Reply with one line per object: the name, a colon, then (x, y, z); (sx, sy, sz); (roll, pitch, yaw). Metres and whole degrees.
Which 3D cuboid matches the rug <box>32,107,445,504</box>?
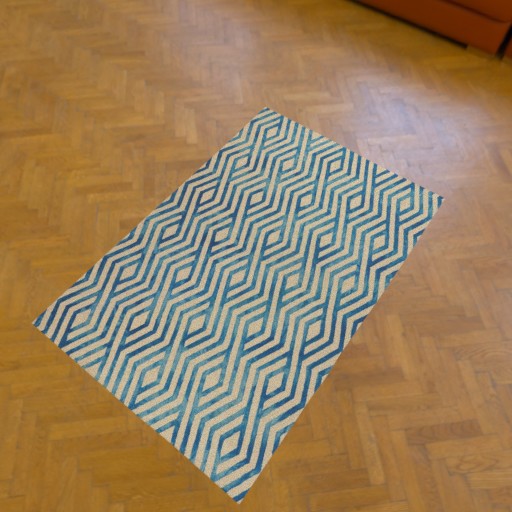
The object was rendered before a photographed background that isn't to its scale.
rug: (0.000, 0.000, 2.238); (1.225, 0.008, 1.830); (33, 64, 18)
